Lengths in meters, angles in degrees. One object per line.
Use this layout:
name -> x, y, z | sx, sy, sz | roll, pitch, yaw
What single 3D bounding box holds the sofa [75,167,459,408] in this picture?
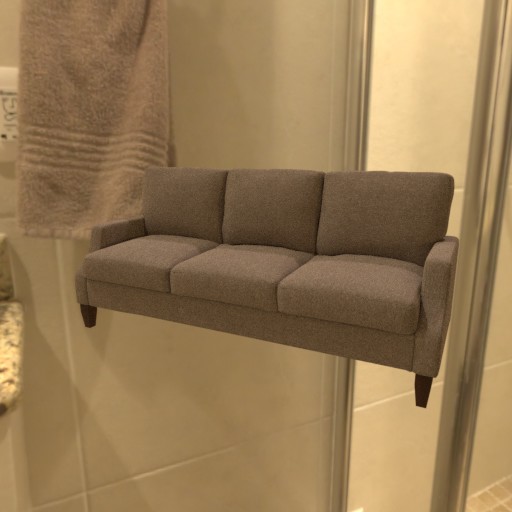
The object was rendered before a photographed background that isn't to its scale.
sofa -> 0.000, 0.000, 2.590 | 2.115, 0.984, 0.888 | 7, 15, 26
